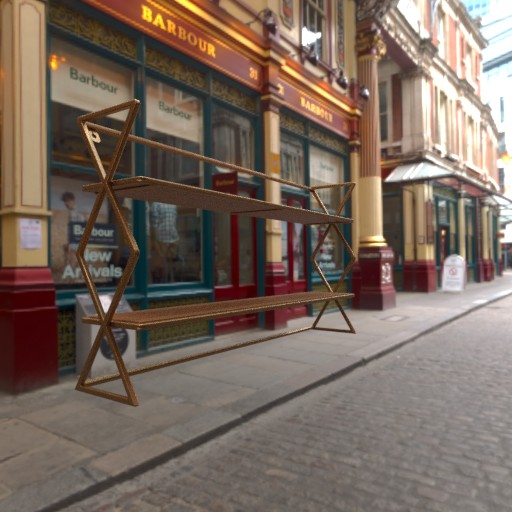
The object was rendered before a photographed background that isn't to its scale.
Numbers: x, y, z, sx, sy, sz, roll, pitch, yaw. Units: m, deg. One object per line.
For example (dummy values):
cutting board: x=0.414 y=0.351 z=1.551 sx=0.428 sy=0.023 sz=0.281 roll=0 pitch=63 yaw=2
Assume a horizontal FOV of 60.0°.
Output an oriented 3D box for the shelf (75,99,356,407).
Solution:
shelf: x=0.000 y=0.000 z=1.024 sx=0.150 sy=0.450 sz=0.822 roll=-1 pitch=-1 yaw=35
